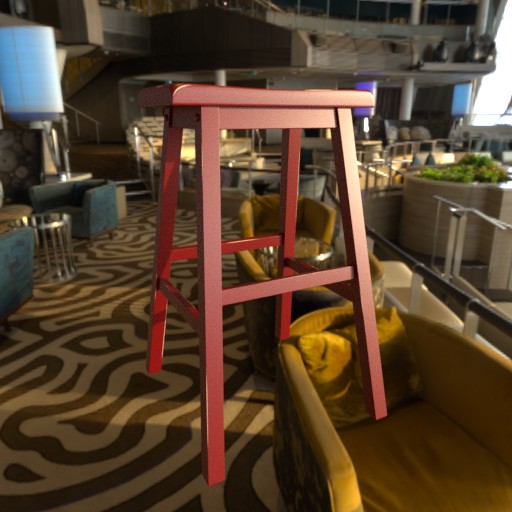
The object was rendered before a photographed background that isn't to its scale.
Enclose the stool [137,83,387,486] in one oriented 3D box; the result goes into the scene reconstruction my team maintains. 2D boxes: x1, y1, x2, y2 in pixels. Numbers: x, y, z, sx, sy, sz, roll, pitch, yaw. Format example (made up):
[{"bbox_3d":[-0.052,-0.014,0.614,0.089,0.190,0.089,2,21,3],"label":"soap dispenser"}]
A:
[{"bbox_3d":[0.000,0.000,1.047,0.457,0.737,0.476,-9,20,-26],"label":"stool"}]
